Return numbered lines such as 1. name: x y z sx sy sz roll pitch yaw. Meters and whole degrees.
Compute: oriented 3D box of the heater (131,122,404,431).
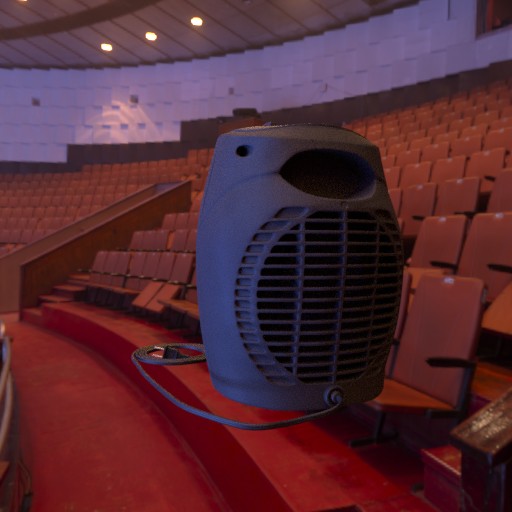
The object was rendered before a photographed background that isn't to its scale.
1. heater: 0.000 0.000 0.455 0.239 0.240 0.291 0 1 -19
